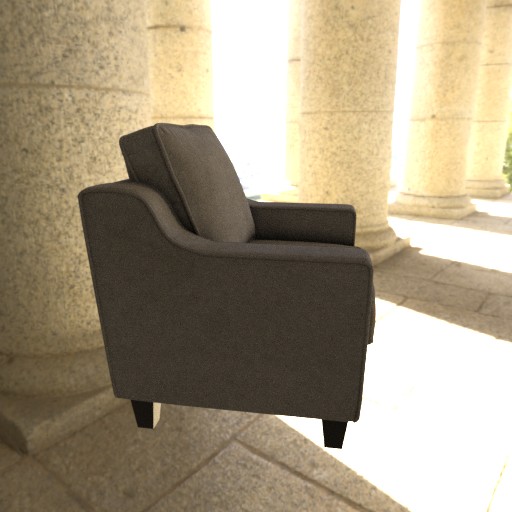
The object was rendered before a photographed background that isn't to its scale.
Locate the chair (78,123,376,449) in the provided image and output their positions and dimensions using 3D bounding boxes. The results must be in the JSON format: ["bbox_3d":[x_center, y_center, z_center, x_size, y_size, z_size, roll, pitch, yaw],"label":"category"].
[{"bbox_3d":[0.000,0.000,1.648,0.840,0.944,0.926,2,16,9],"label":"chair"}]
